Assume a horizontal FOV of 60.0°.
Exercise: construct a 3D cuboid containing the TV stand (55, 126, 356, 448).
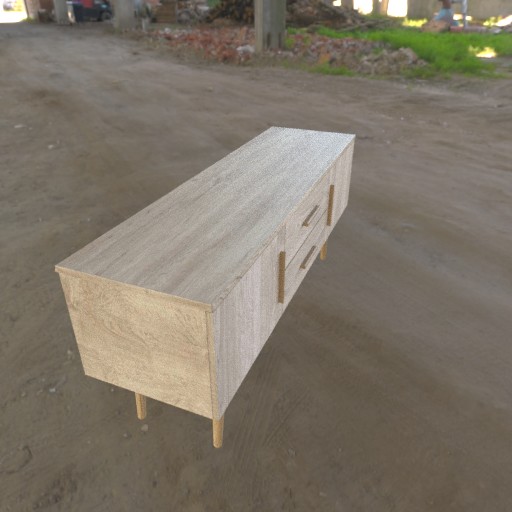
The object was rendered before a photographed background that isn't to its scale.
[{"bbox_3d":[0.000,0.000,1.549,0.401,0.565,1.313,12,32,19],"label":"TV stand"}]
